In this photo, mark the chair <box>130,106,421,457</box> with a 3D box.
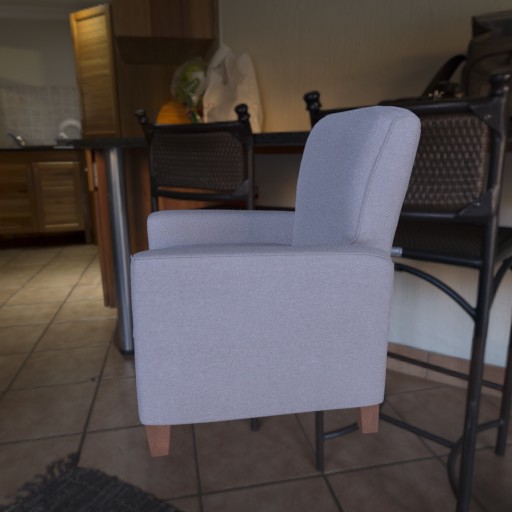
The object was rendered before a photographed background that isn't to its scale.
[{"bbox_3d":[0.000,0.000,1.620,0.859,1.023,0.845,-2,14,-9],"label":"chair"}]
